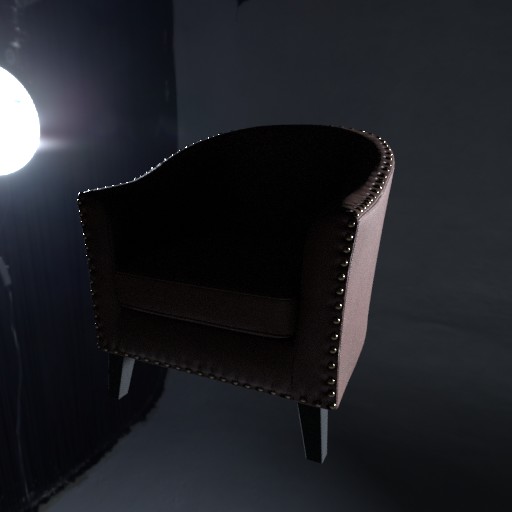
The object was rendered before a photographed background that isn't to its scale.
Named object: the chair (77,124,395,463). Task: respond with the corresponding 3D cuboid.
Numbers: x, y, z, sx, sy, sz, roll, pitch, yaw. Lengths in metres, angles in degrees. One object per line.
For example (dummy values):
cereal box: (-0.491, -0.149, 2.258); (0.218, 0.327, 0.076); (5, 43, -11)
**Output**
chair: (0.000, 0.000, 1.418); (0.794, 0.823, 0.748); (7, 17, 24)
